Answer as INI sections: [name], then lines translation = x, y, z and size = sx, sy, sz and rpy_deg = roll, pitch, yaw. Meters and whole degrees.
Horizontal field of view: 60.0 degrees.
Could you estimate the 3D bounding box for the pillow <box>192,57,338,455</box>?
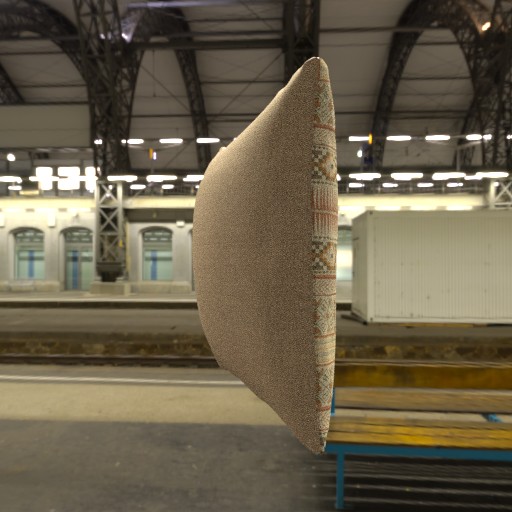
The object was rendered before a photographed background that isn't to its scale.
[pillow]
translation = 0.000, 0.000, 0.807
size = 0.215, 0.519, 0.521
rpy_deg = 0, -1, -18
